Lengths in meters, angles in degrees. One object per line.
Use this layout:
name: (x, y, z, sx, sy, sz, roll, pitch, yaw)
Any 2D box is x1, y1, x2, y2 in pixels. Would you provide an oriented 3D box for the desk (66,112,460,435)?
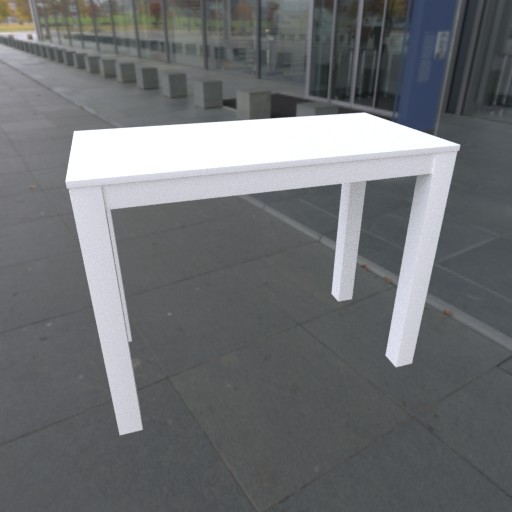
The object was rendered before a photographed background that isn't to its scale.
desk: (0.000, 0.000, 1.439, 0.990, 0.762, 0.497, -9, 29, -16)
